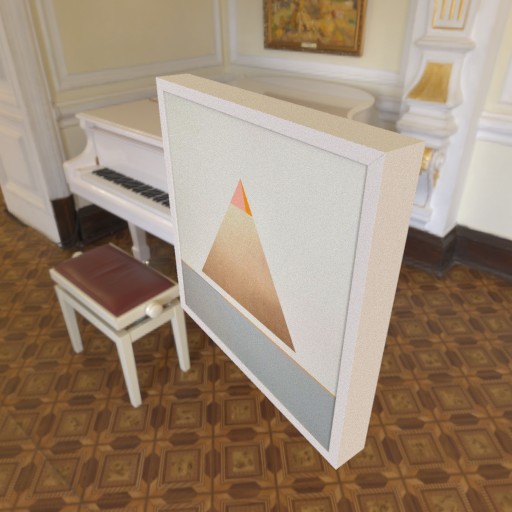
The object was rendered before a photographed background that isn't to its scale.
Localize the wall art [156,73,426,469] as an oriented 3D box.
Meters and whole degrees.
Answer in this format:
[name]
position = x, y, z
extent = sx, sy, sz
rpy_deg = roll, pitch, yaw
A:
[wall art]
position = 0.000, 0.000, 0.450
extent = 0.038, 0.304, 0.305
rpy_deg = -21, 37, -30
